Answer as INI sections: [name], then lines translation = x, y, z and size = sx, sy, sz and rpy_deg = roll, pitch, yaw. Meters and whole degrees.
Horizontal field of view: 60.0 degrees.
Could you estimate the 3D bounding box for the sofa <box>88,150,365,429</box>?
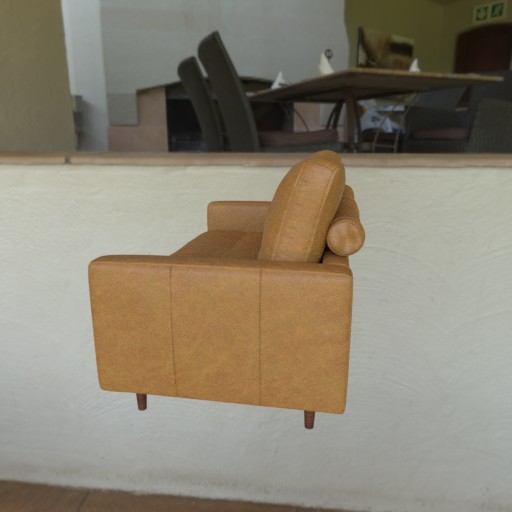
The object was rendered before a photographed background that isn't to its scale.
[sofa]
translation = 0.000, 0.000, 1.975
size = 0.868, 0.898, 1.430
rpy_deg = 3, 15, 10
